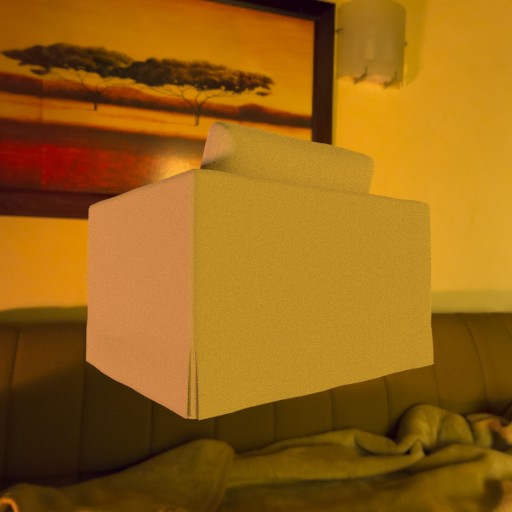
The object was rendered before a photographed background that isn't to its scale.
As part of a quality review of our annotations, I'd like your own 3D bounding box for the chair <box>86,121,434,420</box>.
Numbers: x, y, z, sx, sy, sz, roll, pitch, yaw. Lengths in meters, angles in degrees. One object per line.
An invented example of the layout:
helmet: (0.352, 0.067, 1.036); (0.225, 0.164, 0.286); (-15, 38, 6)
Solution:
chair: (0.000, 0.000, 1.856); (1.150, 0.878, 0.957); (1, -2, -37)
